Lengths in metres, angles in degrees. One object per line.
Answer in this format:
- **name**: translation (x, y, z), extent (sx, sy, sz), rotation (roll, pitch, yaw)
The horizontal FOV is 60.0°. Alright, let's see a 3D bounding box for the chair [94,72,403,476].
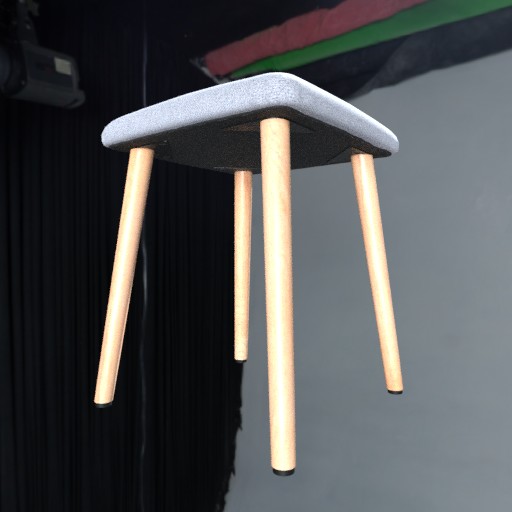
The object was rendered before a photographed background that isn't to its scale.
- **chair**: translation (0.000, 0.000, 0.678), extent (0.350, 0.440, 0.350), rotation (1, 1, 38)
